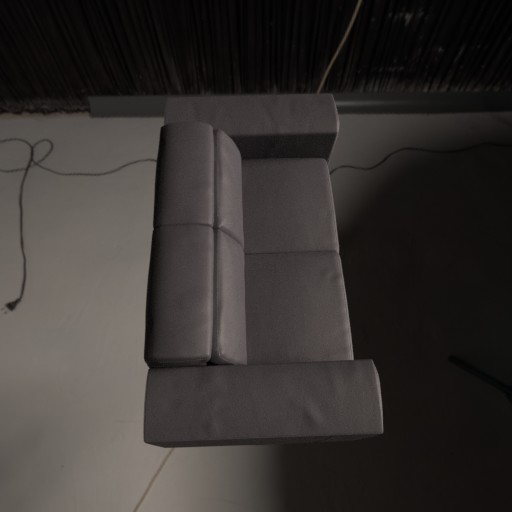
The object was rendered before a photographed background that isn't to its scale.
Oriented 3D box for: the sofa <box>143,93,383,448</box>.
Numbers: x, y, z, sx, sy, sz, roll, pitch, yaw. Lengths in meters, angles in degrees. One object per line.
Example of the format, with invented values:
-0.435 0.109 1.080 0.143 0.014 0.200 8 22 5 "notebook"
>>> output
0.000 0.000 2.405 1.003 0.779 1.895 -2 64 -1 "sofa"
